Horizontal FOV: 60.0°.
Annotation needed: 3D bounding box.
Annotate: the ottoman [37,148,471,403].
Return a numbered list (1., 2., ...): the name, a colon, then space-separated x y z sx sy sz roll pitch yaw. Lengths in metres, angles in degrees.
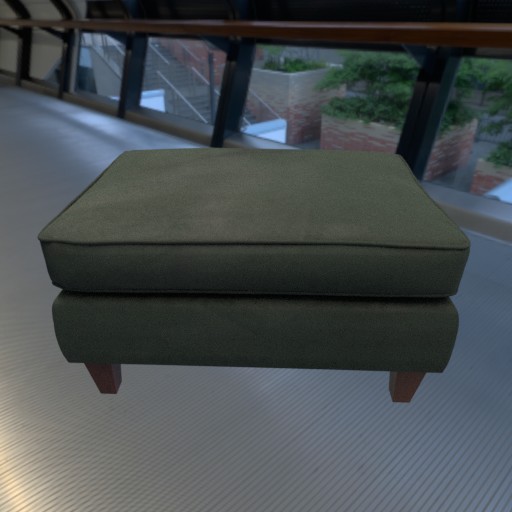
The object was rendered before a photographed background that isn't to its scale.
1. ottoman: 0.000 0.000 1.201 0.864 0.495 0.632 1 30 2
